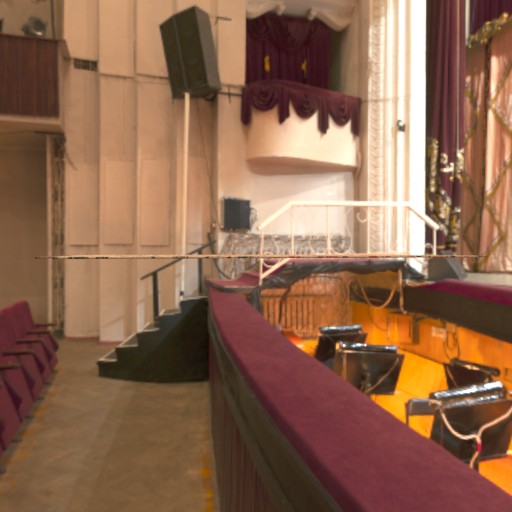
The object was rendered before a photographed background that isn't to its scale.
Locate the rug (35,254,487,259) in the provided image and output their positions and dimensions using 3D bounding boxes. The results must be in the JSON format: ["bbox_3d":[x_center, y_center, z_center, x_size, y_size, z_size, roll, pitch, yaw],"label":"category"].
[{"bbox_3d":[0.000,0.000,3.136,2.584,0.010,1.523,0,1,-17],"label":"rug"}]
